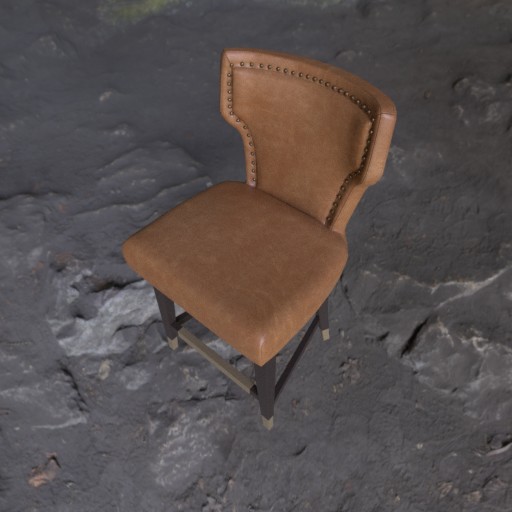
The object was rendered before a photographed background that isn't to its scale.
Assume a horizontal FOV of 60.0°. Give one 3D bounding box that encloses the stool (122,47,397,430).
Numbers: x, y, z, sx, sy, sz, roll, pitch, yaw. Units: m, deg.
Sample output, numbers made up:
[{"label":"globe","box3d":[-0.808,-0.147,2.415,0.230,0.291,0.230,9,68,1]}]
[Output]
[{"label":"stool","box3d":[0.000,0.000,1.313,0.526,0.982,0.563,32,54,27]}]
